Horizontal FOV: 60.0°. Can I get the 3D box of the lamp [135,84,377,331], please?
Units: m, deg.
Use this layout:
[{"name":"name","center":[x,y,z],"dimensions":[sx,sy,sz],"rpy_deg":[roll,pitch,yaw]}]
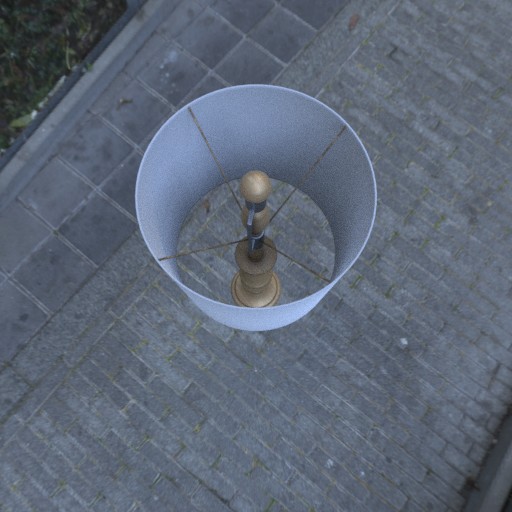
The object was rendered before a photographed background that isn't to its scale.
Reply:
[{"name":"lamp","center":[0.000,0.000,0.727],"dimensions":[0.250,0.597,0.250],"rpy_deg":[-36,78,-9]}]
